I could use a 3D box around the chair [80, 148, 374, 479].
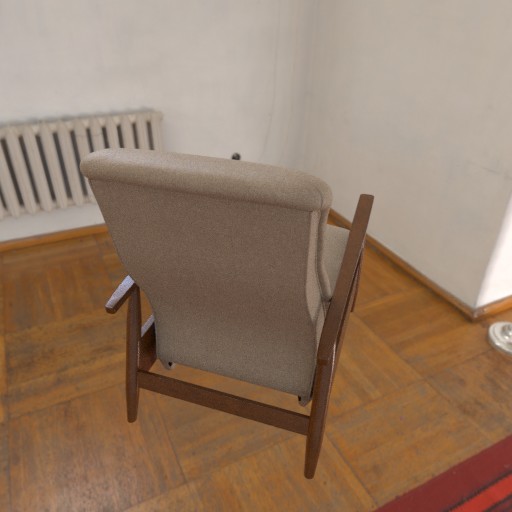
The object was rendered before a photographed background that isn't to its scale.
[{"bbox_3d":[0.000,0.000,1.703,0.762,1.082,1.030,10,34,16],"label":"chair"}]
